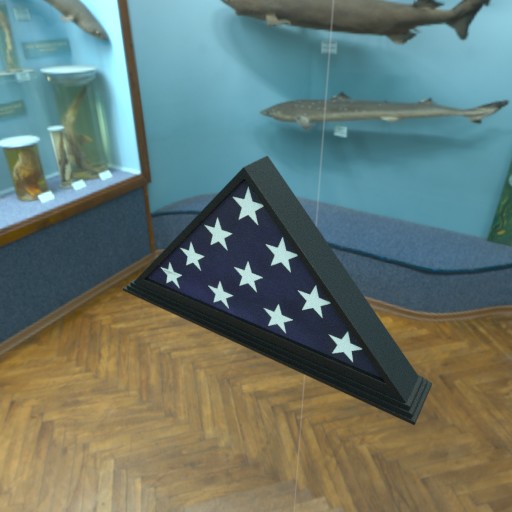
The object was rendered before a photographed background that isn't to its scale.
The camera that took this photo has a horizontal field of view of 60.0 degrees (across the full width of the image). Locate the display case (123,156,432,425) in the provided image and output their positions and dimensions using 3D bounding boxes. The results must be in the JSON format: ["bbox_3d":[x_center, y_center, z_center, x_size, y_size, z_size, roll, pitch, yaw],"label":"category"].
[{"bbox_3d":[0.000,0.000,0.771,0.640,0.340,0.095,19,35,29],"label":"display case"}]
